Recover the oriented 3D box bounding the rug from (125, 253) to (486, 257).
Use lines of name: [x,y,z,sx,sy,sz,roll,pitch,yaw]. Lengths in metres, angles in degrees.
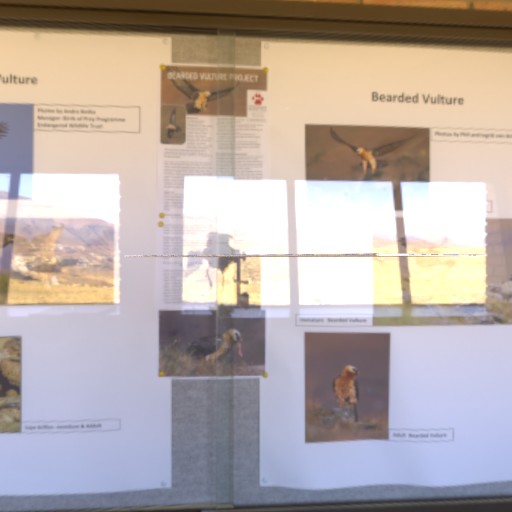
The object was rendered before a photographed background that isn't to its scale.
rug: [0.000,0.000,2.722,0.768,0.011,2.446,0,0,-36]
